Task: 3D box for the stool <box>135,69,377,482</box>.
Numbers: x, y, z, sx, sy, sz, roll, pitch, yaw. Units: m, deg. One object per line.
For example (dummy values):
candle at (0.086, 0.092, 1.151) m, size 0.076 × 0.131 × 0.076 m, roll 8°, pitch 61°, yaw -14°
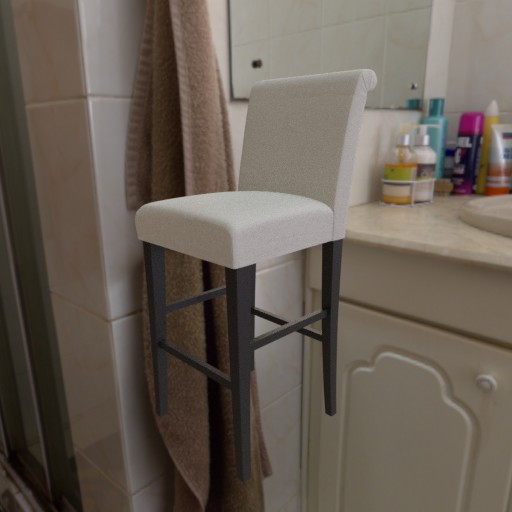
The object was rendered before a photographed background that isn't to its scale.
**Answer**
stool at (0.000, 0.000, 1.426) m, size 0.597 × 1.124 × 0.452 m, roll -15°, pitch 21°, yaw -43°
